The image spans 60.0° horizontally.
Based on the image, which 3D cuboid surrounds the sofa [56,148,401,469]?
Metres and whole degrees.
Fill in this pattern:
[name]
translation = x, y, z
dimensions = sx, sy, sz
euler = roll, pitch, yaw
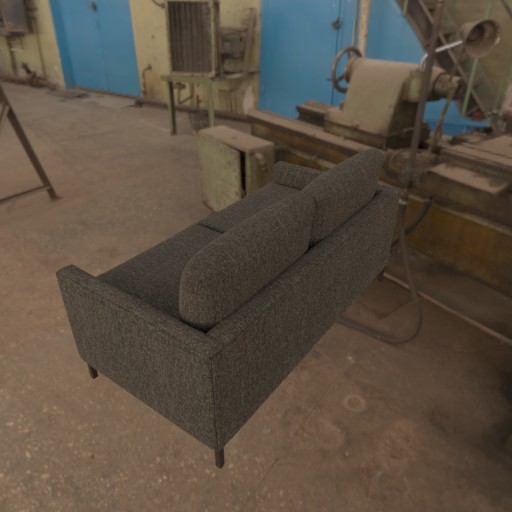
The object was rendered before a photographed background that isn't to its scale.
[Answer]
[sofa]
translation = 0.000, 0.000, 2.292
dimensions = 0.866, 0.862, 1.716
euler = 21, 37, 30
